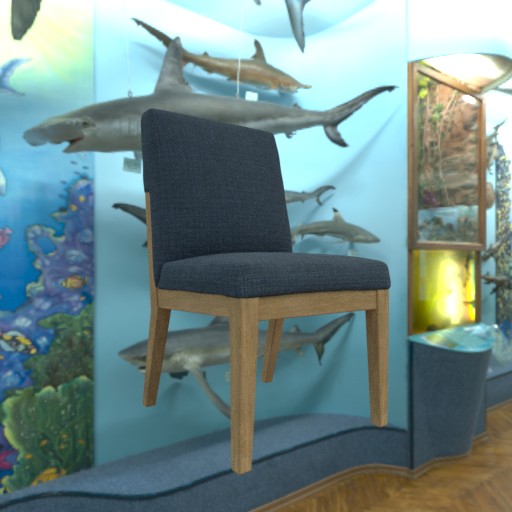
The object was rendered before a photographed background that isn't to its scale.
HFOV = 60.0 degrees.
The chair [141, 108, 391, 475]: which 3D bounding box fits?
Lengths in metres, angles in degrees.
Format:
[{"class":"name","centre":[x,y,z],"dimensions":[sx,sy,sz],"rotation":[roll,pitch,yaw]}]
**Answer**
[{"class":"chair","centre":[0.000,0.000,1.280],"dimensions":[0.507,0.911,0.586],"rotation":[0,0,-35]}]
